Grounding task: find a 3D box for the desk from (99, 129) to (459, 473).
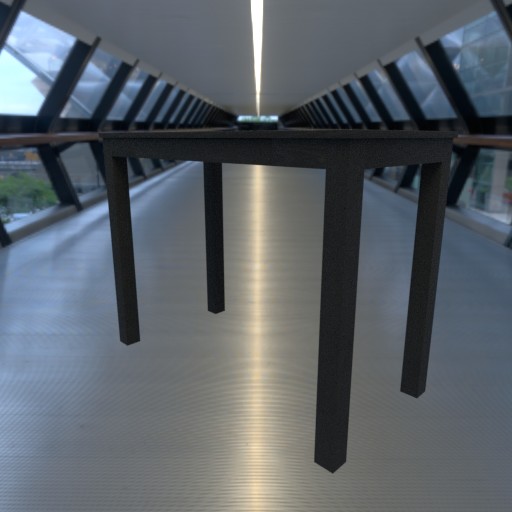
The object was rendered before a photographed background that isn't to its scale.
[{"bbox_3d":[0.000,0.000,1.417,0.991,0.762,0.499,14,21,43],"label":"desk"}]
